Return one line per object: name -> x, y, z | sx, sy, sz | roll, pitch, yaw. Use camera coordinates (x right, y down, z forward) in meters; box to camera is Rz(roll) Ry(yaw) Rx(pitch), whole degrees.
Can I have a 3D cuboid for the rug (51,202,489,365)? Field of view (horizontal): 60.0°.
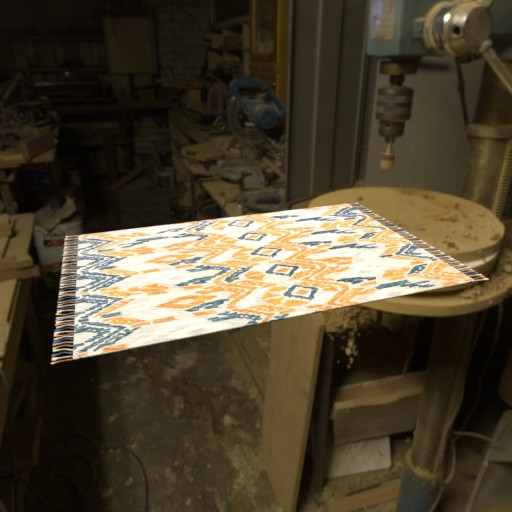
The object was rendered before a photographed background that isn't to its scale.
rug -> 0.000, 0.000, 2.944 | 2.428, 0.010, 1.533 | -8, 27, -17
